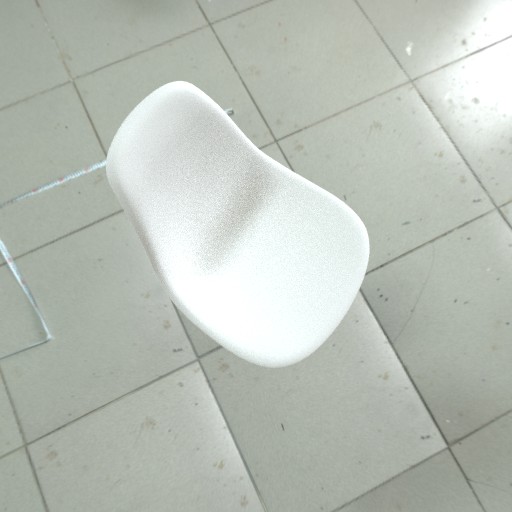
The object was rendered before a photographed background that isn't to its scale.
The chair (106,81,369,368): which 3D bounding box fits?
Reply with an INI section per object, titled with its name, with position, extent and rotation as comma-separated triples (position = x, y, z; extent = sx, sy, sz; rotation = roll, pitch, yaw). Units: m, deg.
[chair]
position = 0.000, 0.000, 1.139
extent = 0.533, 0.826, 0.470
rotation = 33, 77, 8
